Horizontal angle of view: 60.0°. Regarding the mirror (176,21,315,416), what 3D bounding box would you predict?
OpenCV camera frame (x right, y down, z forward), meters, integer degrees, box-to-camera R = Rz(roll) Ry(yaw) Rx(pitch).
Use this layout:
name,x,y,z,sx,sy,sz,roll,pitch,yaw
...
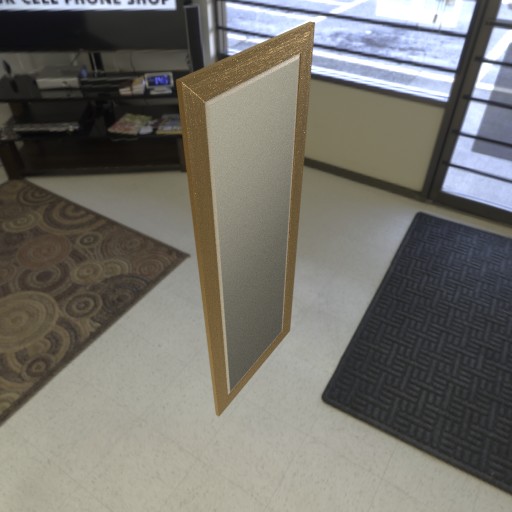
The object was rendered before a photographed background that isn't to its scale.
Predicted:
name,x,y,z,sx,sy,sz,roll,pitch,yaw
mirror,0.000,0.000,2.280,0.025,2.031,0.812,25,48,26
